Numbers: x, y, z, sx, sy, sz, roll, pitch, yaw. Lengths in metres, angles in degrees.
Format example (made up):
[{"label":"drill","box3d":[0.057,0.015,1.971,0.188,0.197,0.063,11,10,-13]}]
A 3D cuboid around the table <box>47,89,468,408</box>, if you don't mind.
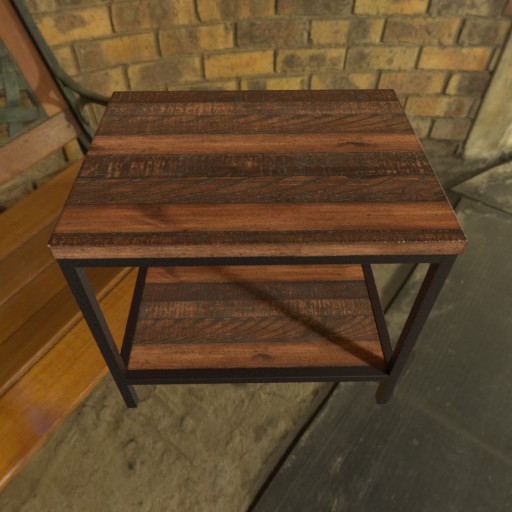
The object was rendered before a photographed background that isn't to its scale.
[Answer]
[{"label":"table","box3d":[0.000,0.000,1.113,0.678,0.612,0.524,-1,47,-1]}]
